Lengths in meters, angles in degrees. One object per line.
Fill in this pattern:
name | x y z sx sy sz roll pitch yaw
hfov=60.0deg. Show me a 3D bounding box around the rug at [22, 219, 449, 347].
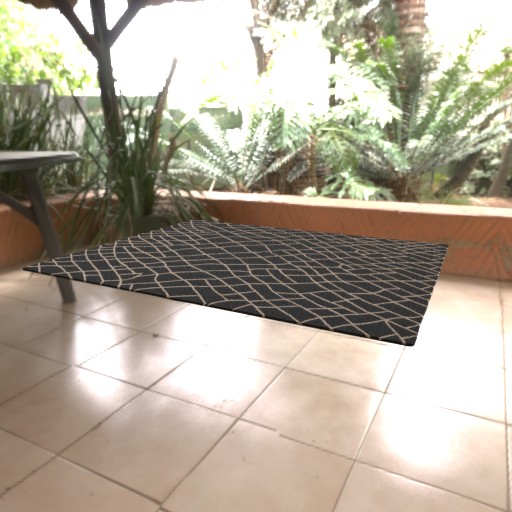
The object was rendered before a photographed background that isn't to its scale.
rug | 0.000 0.000 3.983 3.047 0.022 2.439 8 17 26
